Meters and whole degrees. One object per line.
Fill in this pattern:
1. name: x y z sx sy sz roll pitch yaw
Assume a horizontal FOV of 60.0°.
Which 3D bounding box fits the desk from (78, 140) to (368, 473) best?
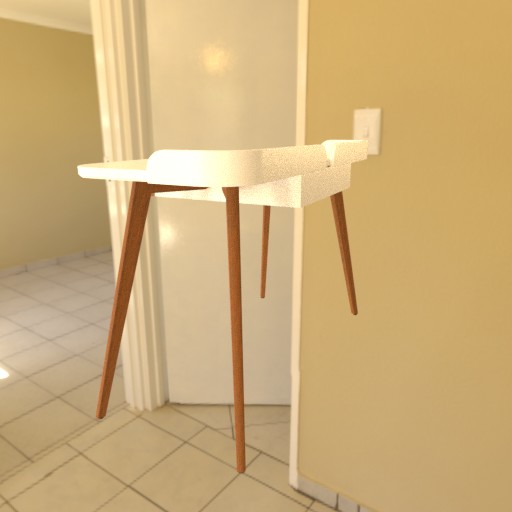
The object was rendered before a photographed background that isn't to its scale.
1. desk: 0.000 0.000 1.629 0.534 0.807 1.206 8 18 26
